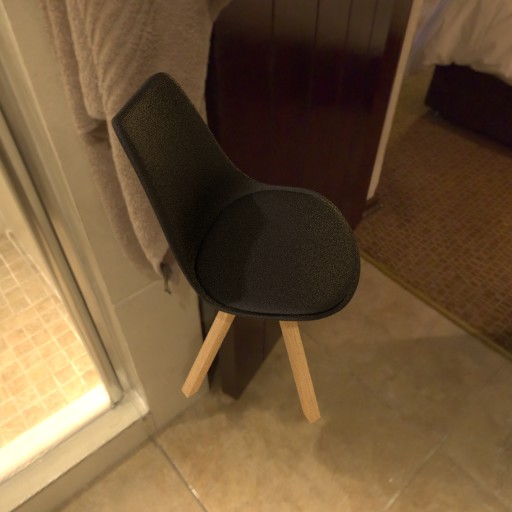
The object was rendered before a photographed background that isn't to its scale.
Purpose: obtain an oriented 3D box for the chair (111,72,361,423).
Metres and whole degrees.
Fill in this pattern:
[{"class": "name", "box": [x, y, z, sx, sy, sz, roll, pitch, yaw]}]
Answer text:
[{"class": "chair", "box": [0.000, 0.000, 1.185, 0.549, 0.850, 0.485, 9, 46, 8]}]
